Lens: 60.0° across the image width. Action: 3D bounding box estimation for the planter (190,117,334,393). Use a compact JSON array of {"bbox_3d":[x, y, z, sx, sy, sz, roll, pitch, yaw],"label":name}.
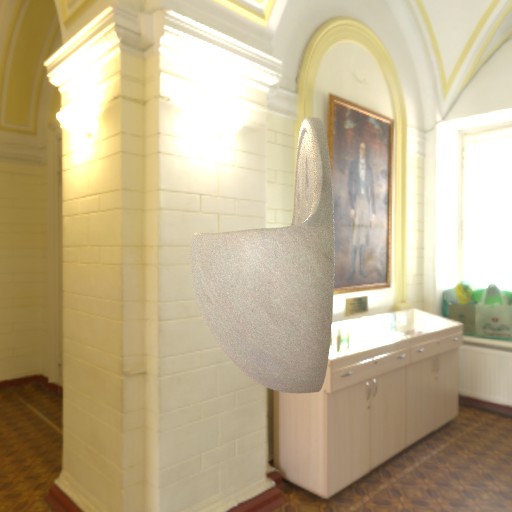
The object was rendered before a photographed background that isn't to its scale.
[{"bbox_3d":[0.000,0.000,0.279,0.073,0.164,0.190,0,0,1],"label":"planter"}]
